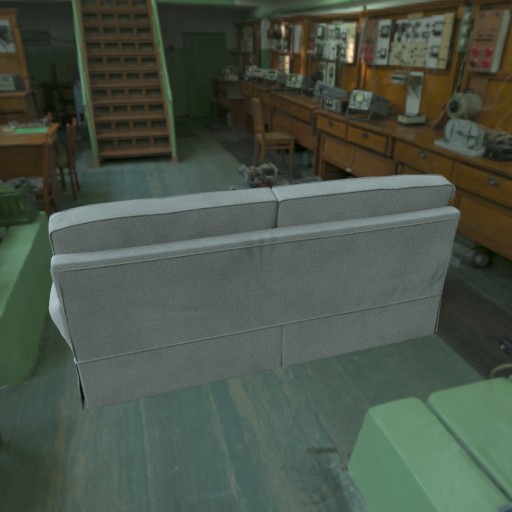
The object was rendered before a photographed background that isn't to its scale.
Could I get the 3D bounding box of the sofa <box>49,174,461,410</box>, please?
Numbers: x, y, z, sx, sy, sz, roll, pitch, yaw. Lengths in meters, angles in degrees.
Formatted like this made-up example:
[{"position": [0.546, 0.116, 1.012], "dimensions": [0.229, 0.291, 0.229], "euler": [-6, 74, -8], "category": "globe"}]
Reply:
[{"position": [0.000, 0.000, 2.662], "dimensions": [2.246, 1.014, 0.900], "euler": [-8, 27, -16], "category": "sofa"}]
